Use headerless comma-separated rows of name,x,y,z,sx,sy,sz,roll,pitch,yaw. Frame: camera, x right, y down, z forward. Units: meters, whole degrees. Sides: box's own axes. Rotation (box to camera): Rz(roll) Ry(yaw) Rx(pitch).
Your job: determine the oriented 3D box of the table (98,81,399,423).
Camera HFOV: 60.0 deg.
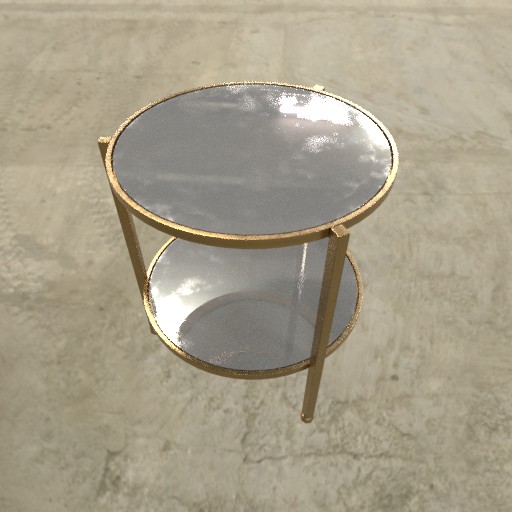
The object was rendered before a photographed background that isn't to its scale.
table,0.000,0.000,0.458,0.231,0.269,0.243,24,50,22
